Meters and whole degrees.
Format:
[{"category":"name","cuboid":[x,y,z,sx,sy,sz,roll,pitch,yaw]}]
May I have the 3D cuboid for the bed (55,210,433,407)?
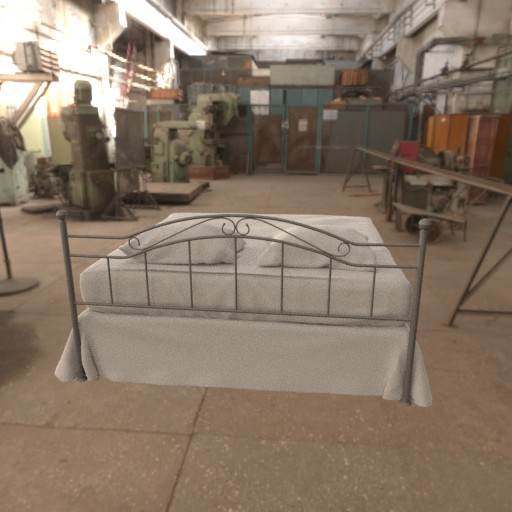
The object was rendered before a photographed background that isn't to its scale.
[{"category":"bed","cuboid":[0.000,0.000,3.531,2.309,1.080,2.220,2,16,7]}]
